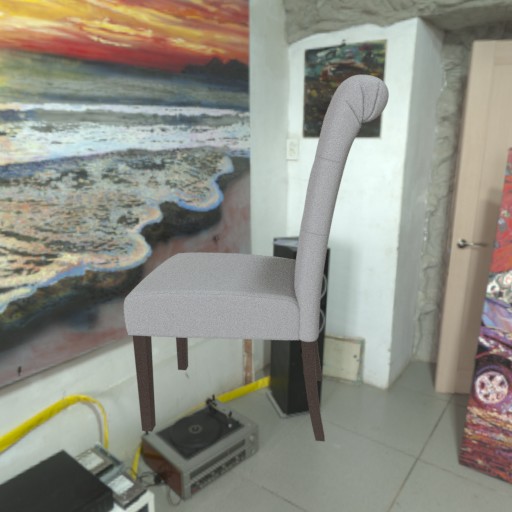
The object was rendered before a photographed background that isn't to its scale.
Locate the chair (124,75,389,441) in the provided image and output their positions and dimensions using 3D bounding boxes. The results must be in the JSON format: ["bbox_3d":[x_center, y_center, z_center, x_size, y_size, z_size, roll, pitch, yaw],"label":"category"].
[{"bbox_3d":[0.000,0.000,1.360,0.671,1.006,0.456,2,15,7],"label":"chair"}]
